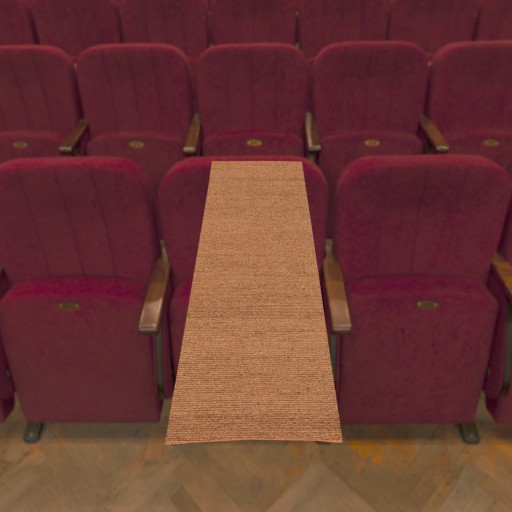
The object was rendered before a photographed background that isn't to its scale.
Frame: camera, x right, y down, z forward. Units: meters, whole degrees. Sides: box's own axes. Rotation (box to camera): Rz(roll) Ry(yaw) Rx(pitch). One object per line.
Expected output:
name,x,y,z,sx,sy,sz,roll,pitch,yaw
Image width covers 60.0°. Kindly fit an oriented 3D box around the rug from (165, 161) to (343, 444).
rug,0.000,0.000,2.739,0.741,0.014,2.390,0,41,0
